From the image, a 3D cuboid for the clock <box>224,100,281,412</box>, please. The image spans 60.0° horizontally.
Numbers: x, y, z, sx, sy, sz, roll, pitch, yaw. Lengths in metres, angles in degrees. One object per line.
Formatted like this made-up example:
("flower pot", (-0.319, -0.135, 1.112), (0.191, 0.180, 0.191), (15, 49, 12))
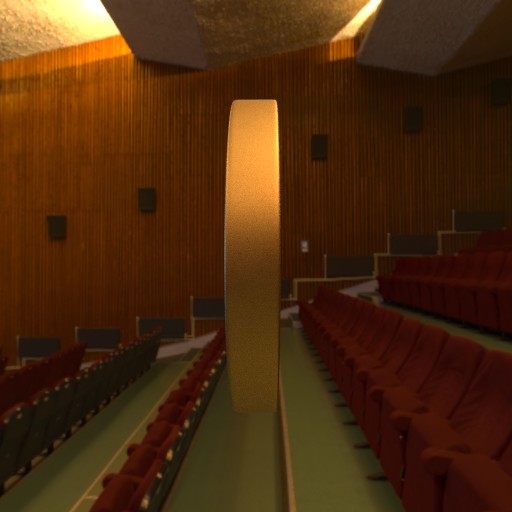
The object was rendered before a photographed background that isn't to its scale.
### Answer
("clock", (0.000, 0.000, 0.471), (0.040, 0.314, 0.314), (0, -1, 1))
